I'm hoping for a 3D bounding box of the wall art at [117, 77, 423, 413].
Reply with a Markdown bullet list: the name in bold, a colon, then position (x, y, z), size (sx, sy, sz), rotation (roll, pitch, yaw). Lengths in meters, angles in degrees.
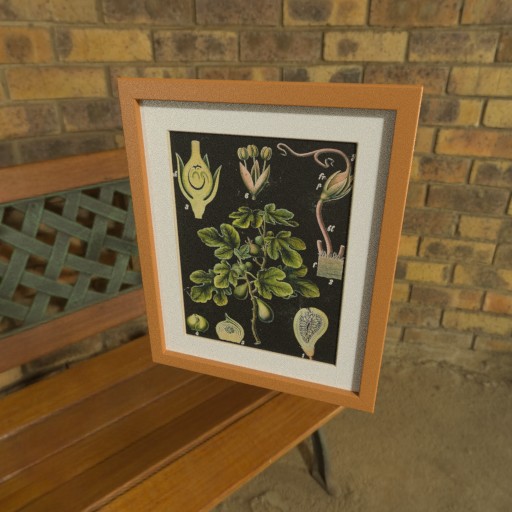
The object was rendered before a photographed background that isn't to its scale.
- **wall art**: position (0.000, 0.000, 0.515), size (0.310, 0.379, 0.015), rotation (8, 27, 17)
